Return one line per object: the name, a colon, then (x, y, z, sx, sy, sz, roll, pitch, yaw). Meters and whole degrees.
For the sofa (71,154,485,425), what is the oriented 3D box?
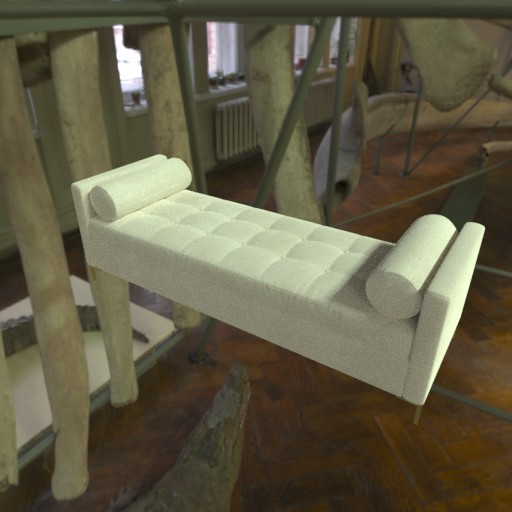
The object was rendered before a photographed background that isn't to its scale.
sofa: (0.000, 0.000, 2.323, 1.981, 0.635, 0.686, 18, 34, 29)
